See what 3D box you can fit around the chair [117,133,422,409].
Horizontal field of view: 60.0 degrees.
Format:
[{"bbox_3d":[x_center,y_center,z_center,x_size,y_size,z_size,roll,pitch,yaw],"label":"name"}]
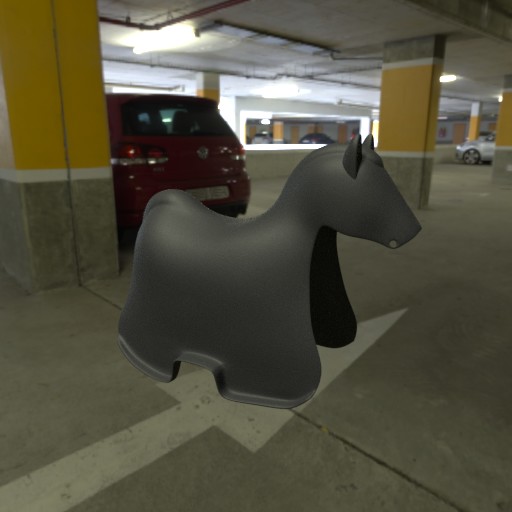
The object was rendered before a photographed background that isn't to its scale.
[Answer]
[{"bbox_3d":[0.000,0.000,1.156,0.800,0.612,0.429,8,17,27],"label":"chair"}]
